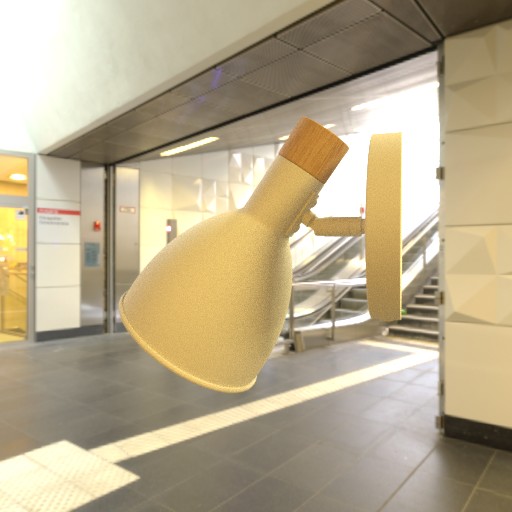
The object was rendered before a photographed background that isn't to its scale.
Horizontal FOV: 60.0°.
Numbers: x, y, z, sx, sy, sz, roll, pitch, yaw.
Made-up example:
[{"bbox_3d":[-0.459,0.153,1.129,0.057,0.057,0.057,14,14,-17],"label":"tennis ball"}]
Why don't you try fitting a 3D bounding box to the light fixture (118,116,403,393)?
[{"bbox_3d":[0.000,0.000,0.332,0.209,0.199,0.127,0,0,19],"label":"light fixture"}]
